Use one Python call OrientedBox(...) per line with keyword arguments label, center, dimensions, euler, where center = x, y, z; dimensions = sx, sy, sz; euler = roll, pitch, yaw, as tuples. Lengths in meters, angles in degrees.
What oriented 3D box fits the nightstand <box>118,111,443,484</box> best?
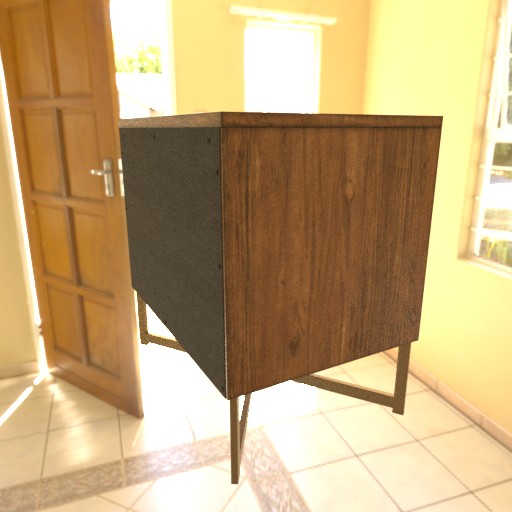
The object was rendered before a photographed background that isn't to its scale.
OrientedBox(label="nightstand", center=(0.000, 0.000, 1.026), dimensions=(0.446, 0.610, 0.610), euler=(-9, 18, -28))
